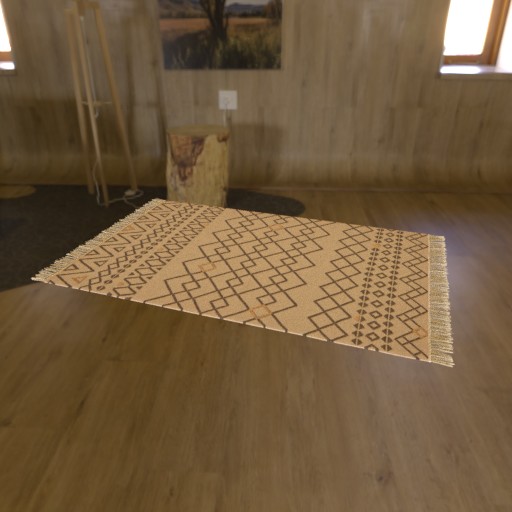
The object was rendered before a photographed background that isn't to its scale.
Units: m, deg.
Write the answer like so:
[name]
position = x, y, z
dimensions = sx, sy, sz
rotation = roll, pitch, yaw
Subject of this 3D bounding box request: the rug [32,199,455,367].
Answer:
[rug]
position = 0.000, 0.000, 2.474
dimensions = 2.023, 0.028, 1.224
rotation = 9, 29, 17
